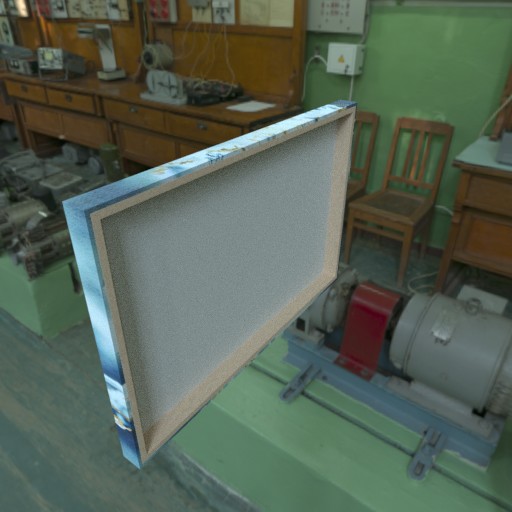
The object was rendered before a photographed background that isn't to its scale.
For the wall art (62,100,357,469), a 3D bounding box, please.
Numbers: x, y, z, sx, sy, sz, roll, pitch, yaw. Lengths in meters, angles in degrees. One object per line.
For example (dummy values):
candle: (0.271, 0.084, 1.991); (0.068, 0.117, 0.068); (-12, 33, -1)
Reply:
wall art: (0.000, 0.000, 0.748); (0.036, 0.405, 0.607); (21, 36, 31)
